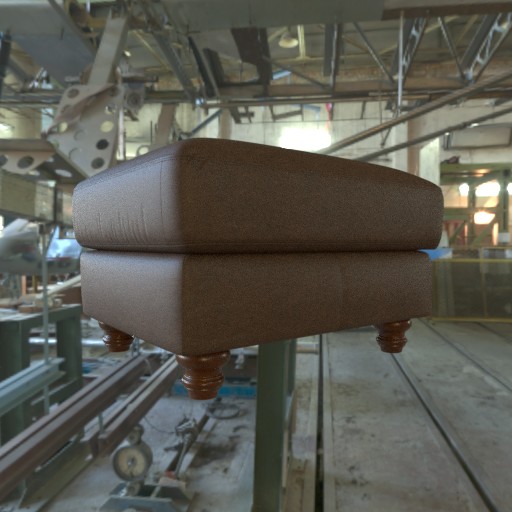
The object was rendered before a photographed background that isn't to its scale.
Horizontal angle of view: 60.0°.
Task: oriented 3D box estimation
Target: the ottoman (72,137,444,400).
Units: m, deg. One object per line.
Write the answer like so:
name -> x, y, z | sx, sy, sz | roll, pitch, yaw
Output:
ottoman -> 0.000, 0.000, 1.168 | 0.787, 0.508, 0.635 | -1, 2, -37
